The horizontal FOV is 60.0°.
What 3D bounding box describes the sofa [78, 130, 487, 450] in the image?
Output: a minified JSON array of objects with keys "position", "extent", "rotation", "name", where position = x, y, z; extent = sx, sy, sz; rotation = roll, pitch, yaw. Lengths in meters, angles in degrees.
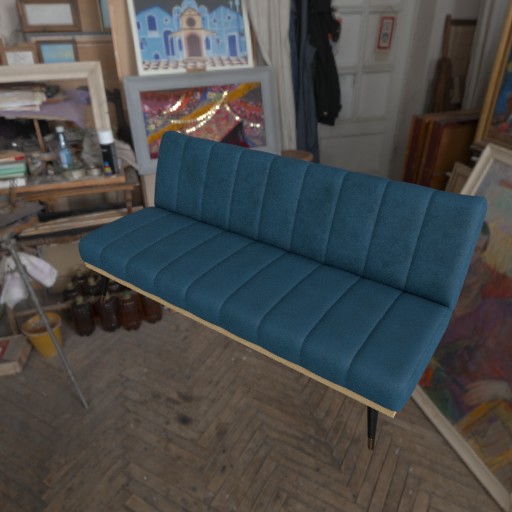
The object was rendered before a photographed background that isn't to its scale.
[{"position":[0.000,0.000,2.202],"extent":[1.810,0.825,0.830],"rotation":[20,36,30],"name":"sofa"}]
